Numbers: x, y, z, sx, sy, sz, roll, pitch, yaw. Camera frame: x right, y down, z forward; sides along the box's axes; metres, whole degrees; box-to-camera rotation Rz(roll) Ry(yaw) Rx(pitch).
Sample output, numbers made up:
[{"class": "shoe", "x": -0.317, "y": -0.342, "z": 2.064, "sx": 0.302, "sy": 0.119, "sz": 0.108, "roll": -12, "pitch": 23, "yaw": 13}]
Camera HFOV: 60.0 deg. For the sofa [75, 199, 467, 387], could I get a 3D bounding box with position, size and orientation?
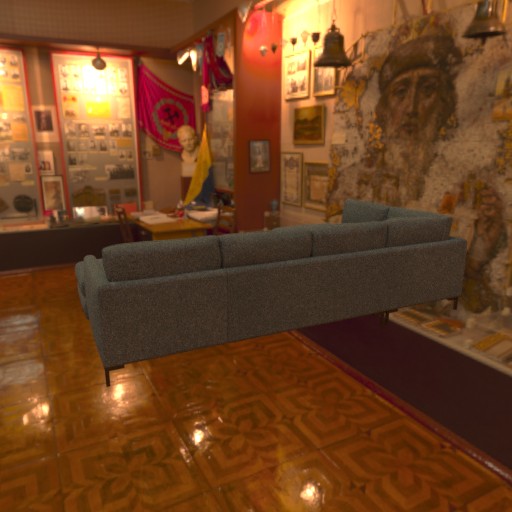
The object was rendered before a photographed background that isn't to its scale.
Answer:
[{"class": "sofa", "x": 0.000, "y": 0.000, "z": 3.932, "sx": 2.956, "sy": 0.813, "sz": 2.007, "roll": -7, "pitch": 16, "yaw": -25}]
